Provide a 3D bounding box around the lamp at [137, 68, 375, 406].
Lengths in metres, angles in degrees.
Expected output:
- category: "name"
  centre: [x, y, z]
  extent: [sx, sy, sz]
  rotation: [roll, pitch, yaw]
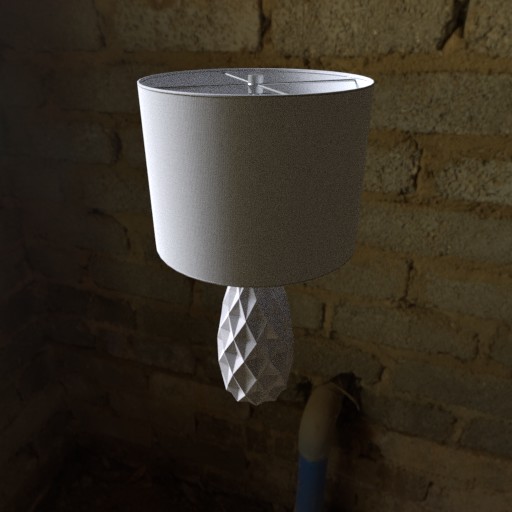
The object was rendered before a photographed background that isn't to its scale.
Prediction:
- category: "lamp"
  centre: [0.000, 0.000, 0.688]
  extent: [0.297, 0.522, 0.297]
  rotation: [0, 28, 0]
